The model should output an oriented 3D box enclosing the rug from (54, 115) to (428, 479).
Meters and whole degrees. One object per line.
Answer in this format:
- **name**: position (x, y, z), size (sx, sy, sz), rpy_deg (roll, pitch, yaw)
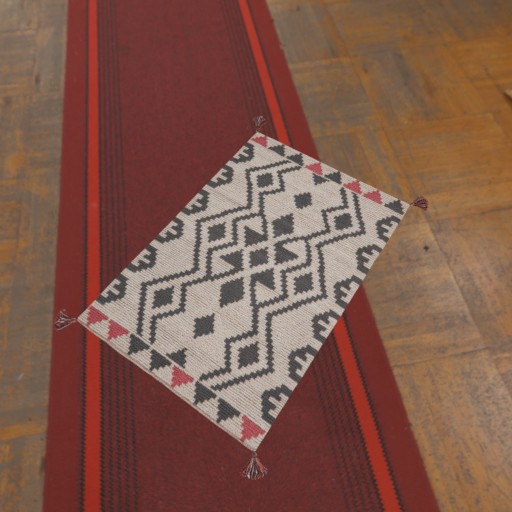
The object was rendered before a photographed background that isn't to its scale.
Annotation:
- **rug**: position (0.000, 0.000, 2.702), size (1.444, 0.067, 2.069), rpy_deg (30, 63, 17)
